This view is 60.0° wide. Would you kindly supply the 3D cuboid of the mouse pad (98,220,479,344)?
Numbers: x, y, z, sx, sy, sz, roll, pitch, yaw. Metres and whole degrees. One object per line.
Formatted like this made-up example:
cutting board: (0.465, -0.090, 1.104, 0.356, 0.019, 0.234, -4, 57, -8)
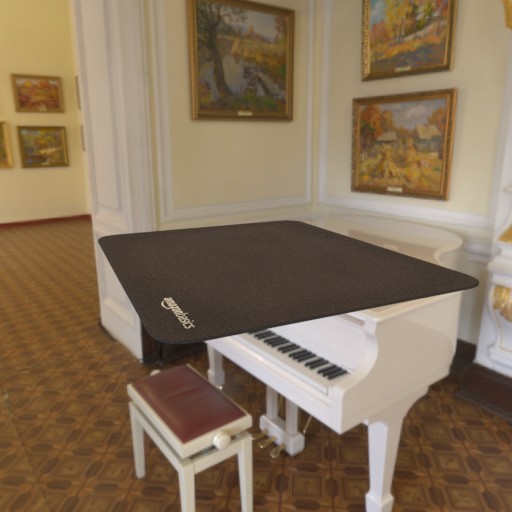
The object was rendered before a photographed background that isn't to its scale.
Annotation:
mouse pad: (0.000, 0.000, 0.344, 0.211, 0.002, 0.249, -7, 16, -24)
